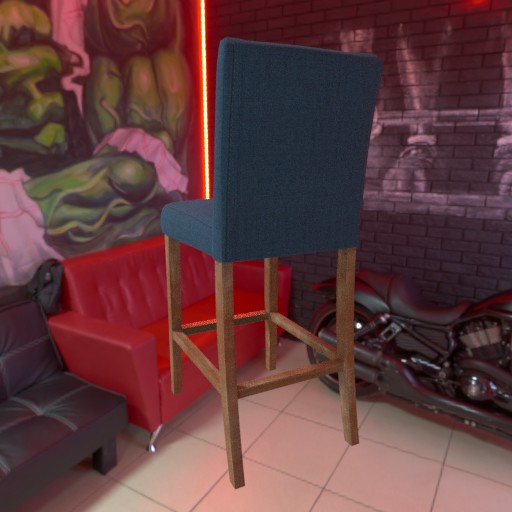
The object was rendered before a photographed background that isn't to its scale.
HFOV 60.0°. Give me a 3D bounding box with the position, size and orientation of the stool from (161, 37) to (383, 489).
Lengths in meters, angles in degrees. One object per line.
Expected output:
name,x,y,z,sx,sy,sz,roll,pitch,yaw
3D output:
stool,0.000,0.000,1.353,0.454,1.088,0.574,-7,15,-26
